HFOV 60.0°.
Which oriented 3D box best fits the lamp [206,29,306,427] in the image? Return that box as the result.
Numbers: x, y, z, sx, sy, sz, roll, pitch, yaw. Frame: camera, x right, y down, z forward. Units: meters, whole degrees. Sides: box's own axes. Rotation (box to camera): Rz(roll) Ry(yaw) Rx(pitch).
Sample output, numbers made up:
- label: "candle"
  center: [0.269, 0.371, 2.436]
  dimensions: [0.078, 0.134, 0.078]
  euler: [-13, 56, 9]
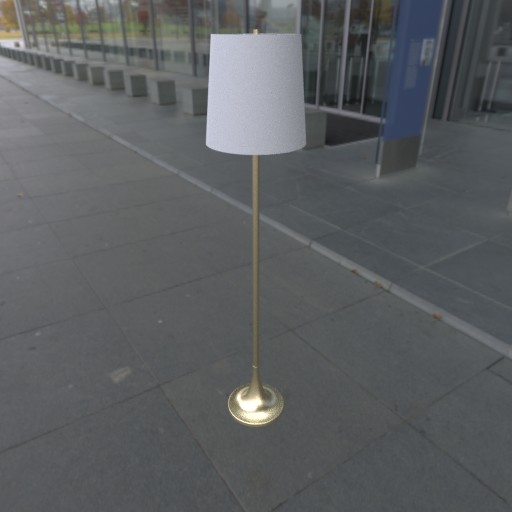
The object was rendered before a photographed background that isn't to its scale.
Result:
- label: "lamp"
  center: [0.000, 0.000, 1.697]
  dimensions: [0.337, 1.543, 0.337]
  euler: [0, 27, 0]
